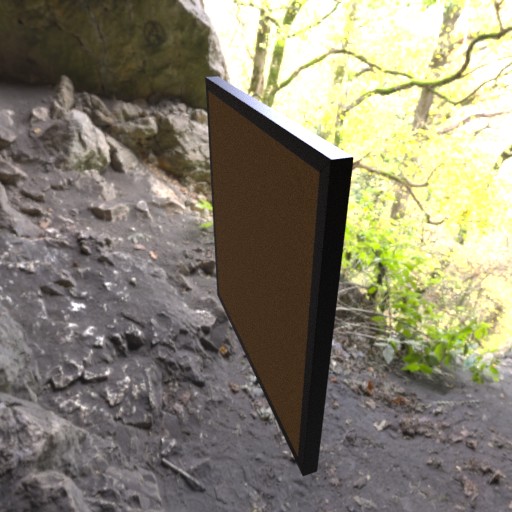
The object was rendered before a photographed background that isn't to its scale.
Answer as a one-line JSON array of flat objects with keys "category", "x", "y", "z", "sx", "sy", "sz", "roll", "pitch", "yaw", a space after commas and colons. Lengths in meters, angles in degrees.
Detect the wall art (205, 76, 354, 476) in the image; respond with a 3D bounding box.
[{"category": "wall art", "x": 0.000, "y": 0.000, "z": 1.156, "sx": 0.038, "sy": 0.765, "sz": 0.765, "roll": -10, "pitch": 32, "yaw": -17}]
